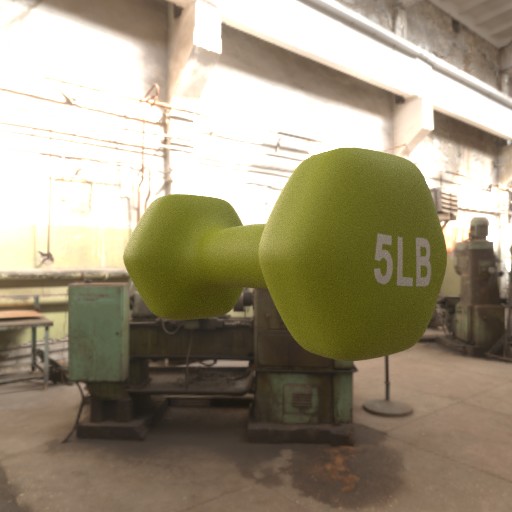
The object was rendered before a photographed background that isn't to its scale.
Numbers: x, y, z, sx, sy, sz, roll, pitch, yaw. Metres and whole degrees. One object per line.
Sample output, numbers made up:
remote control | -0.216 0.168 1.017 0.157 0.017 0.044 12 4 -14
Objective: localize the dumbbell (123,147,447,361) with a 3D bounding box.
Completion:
dumbbell | 0.000 0.000 0.210 0.080 0.072 0.164 0 -1 -36
